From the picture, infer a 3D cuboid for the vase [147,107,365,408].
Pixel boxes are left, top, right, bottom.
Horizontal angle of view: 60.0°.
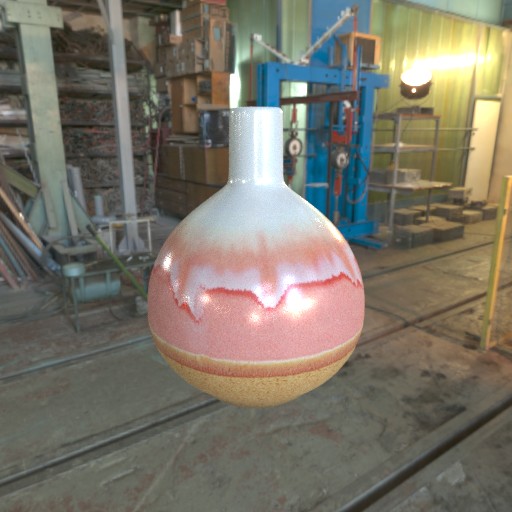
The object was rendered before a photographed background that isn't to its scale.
[{"bbox_3d":[0.000,0.000,0.278,0.137,0.176,0.137,0,16,0],"label":"vase"}]
